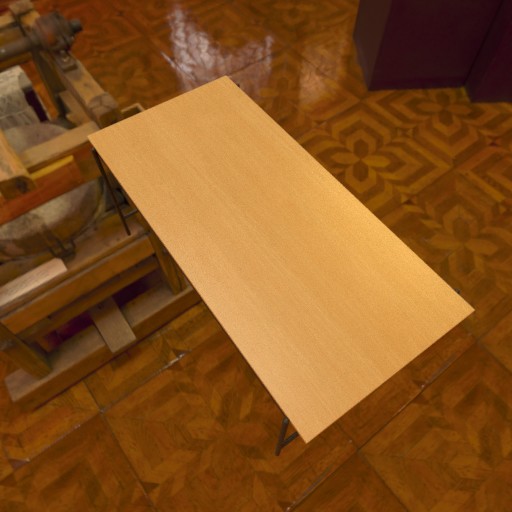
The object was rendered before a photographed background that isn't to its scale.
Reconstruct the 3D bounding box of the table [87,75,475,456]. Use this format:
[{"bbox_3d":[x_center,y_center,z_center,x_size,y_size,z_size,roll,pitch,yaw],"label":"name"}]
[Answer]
[{"bbox_3d":[0.000,0.000,2.335,0.900,0.758,1.800,-31,63,-18],"label":"table"}]
